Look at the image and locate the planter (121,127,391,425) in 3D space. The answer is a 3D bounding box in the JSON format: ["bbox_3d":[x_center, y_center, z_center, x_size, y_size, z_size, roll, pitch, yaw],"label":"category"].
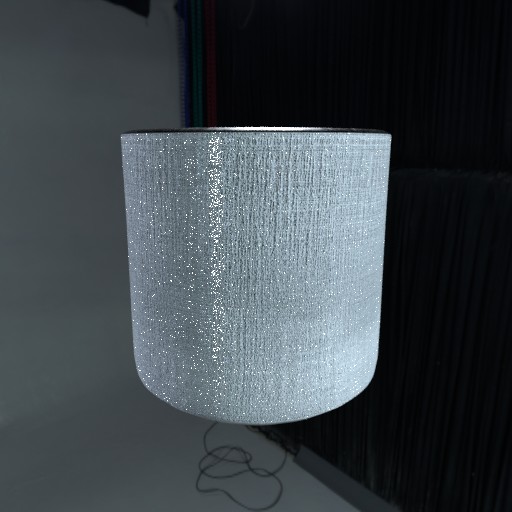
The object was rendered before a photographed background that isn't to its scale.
[{"bbox_3d":[0.000,0.000,0.287,0.160,0.156,0.160,0,14,0],"label":"planter"}]
